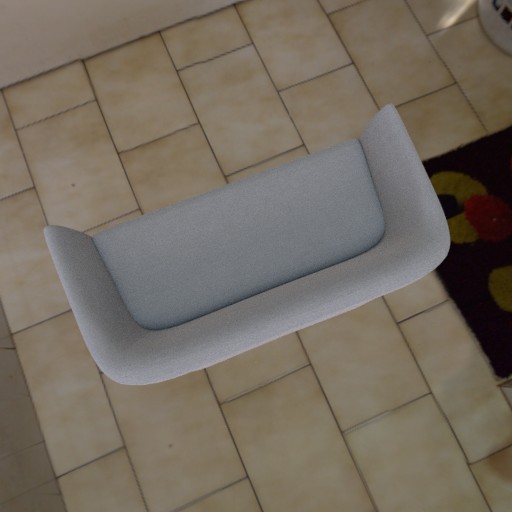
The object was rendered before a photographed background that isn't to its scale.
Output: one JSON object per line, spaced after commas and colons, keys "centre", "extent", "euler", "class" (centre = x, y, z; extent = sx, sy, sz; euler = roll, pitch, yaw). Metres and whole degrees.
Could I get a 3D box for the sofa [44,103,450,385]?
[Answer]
{"centre": [0.000, 0.000, 1.853], "extent": [1.452, 0.721, 0.705], "euler": [-21, 77, -5], "class": "sofa"}
